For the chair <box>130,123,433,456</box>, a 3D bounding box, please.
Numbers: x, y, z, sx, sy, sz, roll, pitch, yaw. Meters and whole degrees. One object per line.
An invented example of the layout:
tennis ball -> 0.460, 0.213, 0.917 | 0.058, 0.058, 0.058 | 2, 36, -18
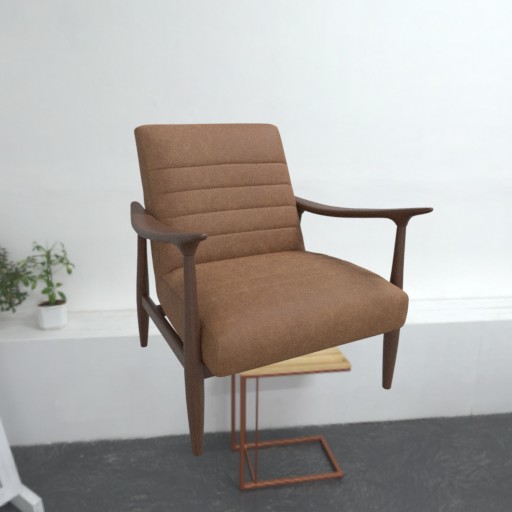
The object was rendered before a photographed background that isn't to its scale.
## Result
chair -> 0.000, 0.000, 1.441 | 0.741, 0.832, 0.798 | -8, 18, -26
